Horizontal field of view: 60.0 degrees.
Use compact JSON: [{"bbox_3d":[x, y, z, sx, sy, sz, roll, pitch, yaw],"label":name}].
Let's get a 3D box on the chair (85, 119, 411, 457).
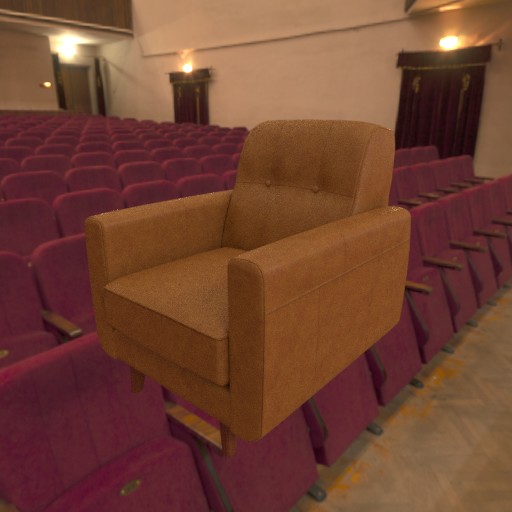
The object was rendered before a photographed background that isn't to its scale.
[{"bbox_3d":[0.000,0.000,1.645,0.845,0.968,0.942,15,23,39],"label":"chair"}]
